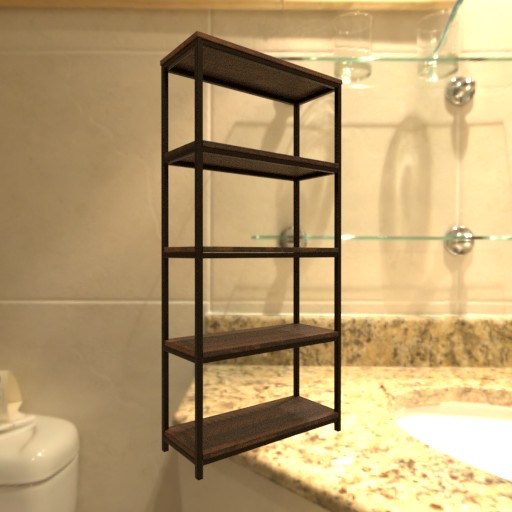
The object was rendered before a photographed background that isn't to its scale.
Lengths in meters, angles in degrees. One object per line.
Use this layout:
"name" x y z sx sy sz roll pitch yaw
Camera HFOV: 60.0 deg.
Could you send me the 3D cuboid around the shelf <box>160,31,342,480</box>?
"shelf" 0.000 0.000 2.236 0.874 1.860 0.359 0 0 -37
